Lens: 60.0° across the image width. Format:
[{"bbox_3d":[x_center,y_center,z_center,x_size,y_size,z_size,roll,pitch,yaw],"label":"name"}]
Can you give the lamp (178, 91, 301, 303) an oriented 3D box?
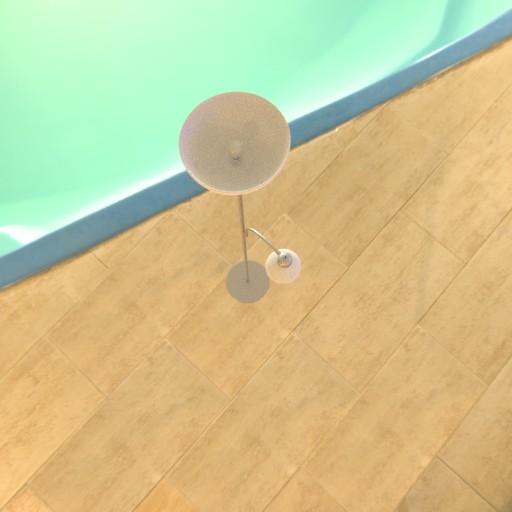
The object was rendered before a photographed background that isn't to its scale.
[{"bbox_3d":[0.000,0.000,1.922,0.279,1.804,0.425,-41,79,-9],"label":"lamp"}]
